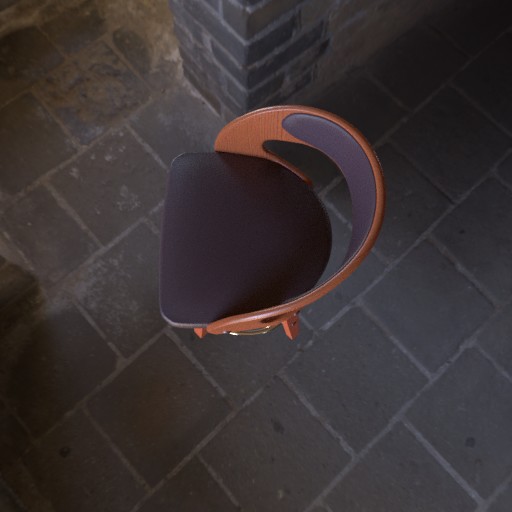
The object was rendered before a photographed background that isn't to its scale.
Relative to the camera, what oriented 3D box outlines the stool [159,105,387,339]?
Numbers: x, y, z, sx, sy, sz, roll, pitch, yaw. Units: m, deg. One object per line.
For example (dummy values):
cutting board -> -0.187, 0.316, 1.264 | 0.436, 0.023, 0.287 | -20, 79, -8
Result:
stool -> 0.000, 0.000, 1.228 | 0.457, 0.940, 0.457 | 1, 75, 0
